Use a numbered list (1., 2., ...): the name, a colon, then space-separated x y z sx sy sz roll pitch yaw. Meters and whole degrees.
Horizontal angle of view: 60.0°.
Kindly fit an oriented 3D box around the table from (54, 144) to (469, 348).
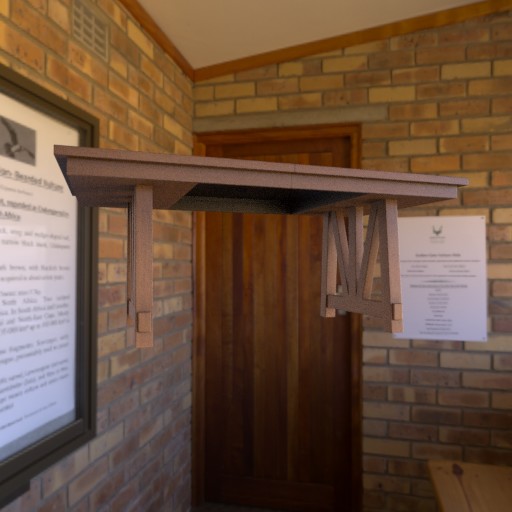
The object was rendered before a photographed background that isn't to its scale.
1. table: 0.000 0.000 2.365 1.881 0.768 1.016 0 -1 -19
